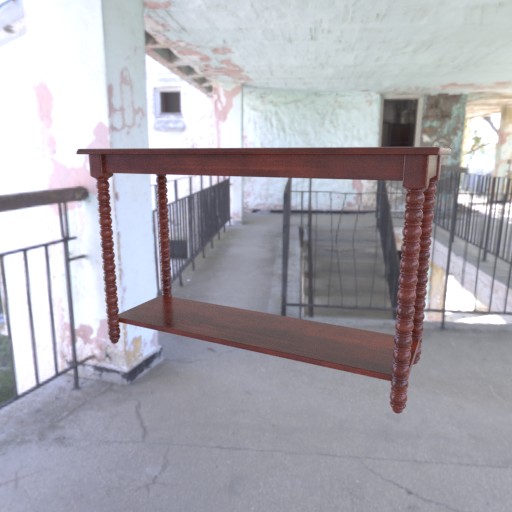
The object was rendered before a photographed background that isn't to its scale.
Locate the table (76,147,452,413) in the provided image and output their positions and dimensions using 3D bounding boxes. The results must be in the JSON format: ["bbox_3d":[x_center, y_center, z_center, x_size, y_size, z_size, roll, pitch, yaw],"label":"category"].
[{"bbox_3d":[0.000,0.000,1.570,1.184,0.740,0.459,6,15,26],"label":"table"}]
